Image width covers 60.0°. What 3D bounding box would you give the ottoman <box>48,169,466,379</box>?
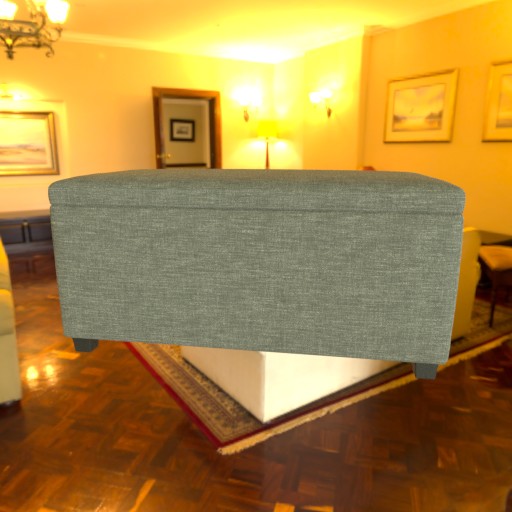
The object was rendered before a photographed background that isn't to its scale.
[{"bbox_3d":[0.000,0.000,1.143,0.902,0.432,0.419,2,14,9],"label":"ottoman"}]
